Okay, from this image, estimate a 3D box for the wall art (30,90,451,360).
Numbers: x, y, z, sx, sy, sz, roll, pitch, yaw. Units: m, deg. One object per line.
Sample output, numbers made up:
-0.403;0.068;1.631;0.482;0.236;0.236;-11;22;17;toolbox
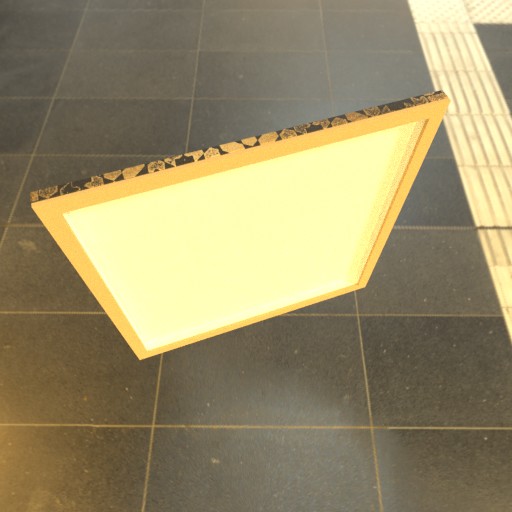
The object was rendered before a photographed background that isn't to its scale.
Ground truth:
0.000;0.000;1.314;0.914;0.914;0.038;-17;60;-10;wall art
